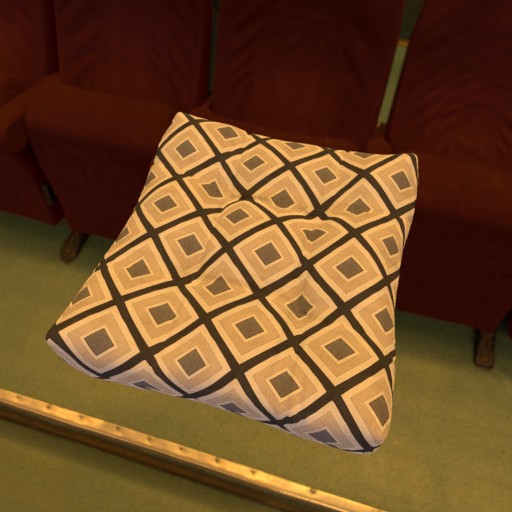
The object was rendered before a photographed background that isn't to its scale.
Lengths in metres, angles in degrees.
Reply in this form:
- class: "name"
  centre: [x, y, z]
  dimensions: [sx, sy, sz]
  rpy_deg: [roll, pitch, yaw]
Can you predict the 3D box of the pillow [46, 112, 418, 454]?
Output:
- class: "pillow"
  centre: [0.000, 0.000, 0.707]
  dimensions: [0.468, 0.128, 0.490]
  rpy_deg: [13, 58, 8]
